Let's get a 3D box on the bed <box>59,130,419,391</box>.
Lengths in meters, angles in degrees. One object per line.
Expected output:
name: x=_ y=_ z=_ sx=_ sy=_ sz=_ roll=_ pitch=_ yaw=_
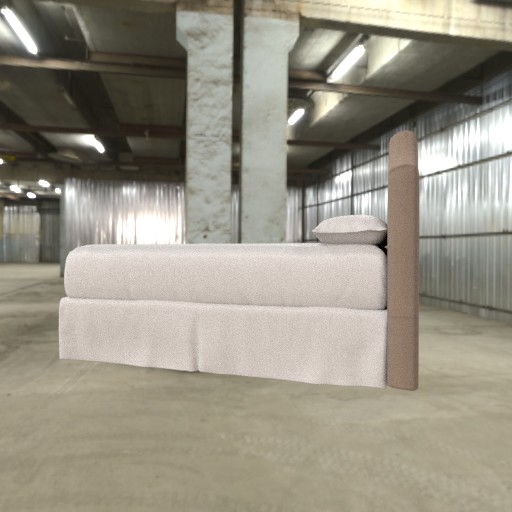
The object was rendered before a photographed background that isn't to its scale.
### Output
bed: x=0.000 y=0.000 z=3.227 sx=2.164 sy=1.303 sz=1.828 roll=0 pitch=1 yaw=18
